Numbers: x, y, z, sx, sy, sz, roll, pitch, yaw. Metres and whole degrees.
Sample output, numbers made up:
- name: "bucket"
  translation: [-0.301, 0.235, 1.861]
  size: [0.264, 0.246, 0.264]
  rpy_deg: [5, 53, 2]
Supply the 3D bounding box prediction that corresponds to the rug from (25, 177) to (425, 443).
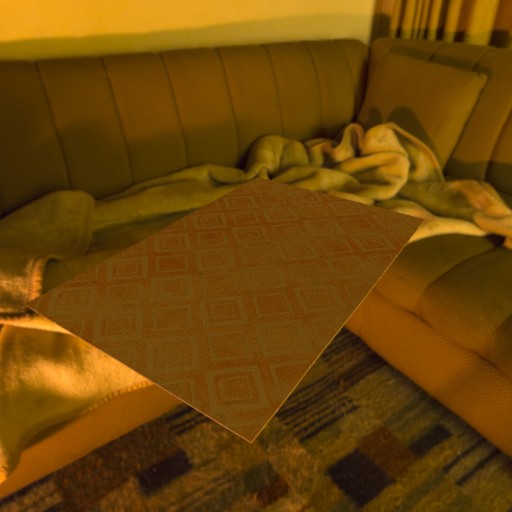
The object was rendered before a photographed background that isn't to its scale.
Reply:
- name: "rug"
  translation: [0.000, 0.000, 2.289]
  size: [1.213, 0.010, 1.829]
  rpy_deg: [20, 36, 29]
